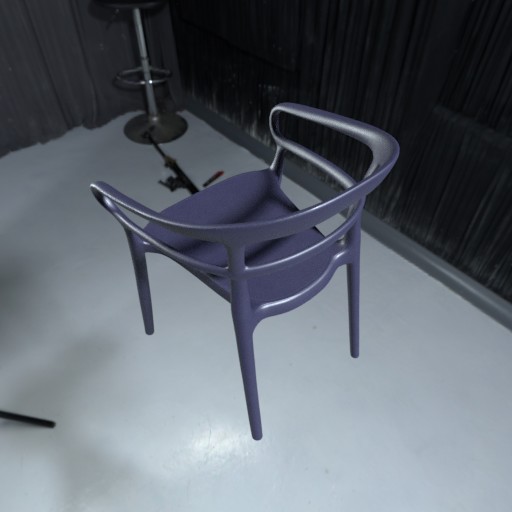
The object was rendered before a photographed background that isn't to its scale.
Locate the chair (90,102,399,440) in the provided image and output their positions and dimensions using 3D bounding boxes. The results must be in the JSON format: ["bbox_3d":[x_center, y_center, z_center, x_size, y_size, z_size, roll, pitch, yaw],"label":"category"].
[{"bbox_3d":[0.000,0.000,1.127,0.559,0.761,0.527,-31,54,-26],"label":"chair"}]
